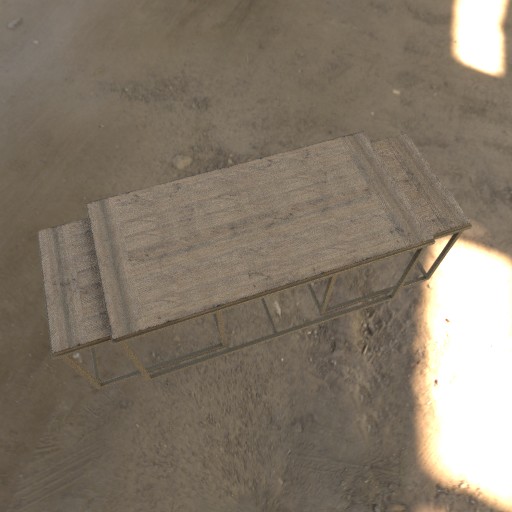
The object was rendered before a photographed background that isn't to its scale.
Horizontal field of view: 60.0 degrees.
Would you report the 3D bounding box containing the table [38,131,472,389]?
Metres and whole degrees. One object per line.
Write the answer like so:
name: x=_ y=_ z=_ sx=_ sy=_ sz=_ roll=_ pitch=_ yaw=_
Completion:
table: x=0.000 y=0.000 z=1.546 sx=1.312 sy=0.427 sz=0.489 roll=-17 pitch=60 yaw=-10
